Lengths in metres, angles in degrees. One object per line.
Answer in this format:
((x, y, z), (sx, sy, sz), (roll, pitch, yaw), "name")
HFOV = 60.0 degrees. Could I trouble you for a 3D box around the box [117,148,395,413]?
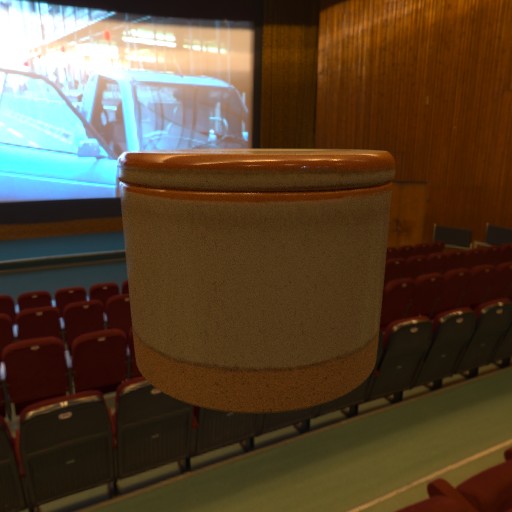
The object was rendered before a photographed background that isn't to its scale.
((0.000, 0.000, 0.215), (0.123, 0.100, 0.123), (0, 14, 0), "box")
